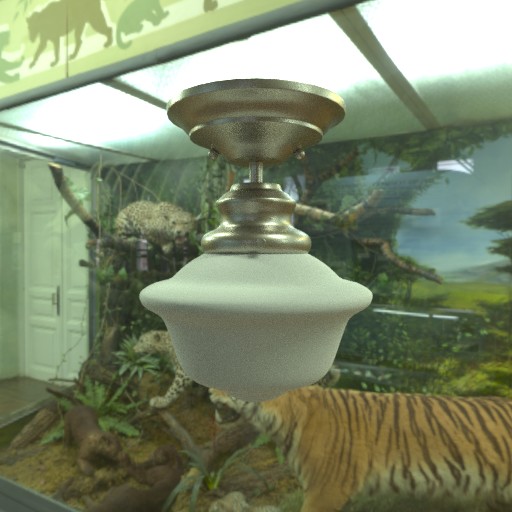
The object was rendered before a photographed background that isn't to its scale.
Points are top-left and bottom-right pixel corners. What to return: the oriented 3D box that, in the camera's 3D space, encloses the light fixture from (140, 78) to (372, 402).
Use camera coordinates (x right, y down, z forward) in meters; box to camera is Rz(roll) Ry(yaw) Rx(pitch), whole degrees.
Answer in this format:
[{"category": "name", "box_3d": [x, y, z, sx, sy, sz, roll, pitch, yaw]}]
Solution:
[{"category": "light fixture", "box_3d": [0.000, 0.000, 0.390, 0.199, 0.254, 0.199, 0, 1, 0]}]
